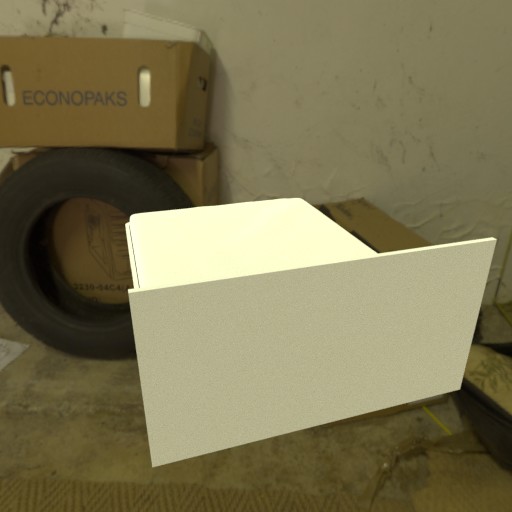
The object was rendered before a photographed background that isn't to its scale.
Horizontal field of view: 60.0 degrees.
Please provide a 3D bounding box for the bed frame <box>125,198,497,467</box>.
[{"bbox_3d":[0.000,0.000,2.657,1.490,0.800,1.950,-8,26,-16],"label":"bed frame"}]
